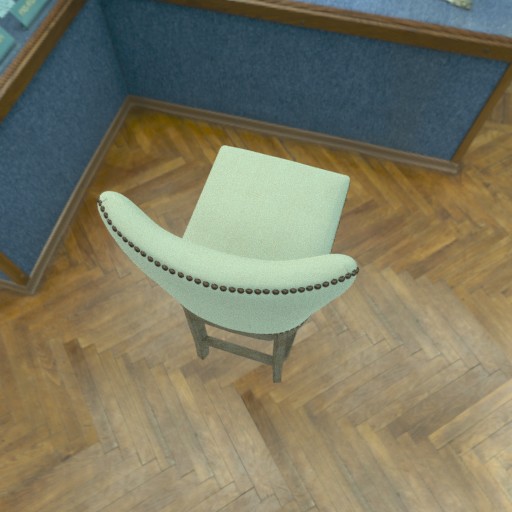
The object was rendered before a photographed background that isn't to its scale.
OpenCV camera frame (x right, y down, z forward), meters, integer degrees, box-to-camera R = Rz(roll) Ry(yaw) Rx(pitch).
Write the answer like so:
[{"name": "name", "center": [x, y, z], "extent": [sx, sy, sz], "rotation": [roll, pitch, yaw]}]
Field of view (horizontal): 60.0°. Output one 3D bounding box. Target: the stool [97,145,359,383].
[{"name": "stool", "center": [0.000, 0.000, 1.296], "extent": [0.498, 0.981, 0.608], "rotation": [16, 64, 8]}]
